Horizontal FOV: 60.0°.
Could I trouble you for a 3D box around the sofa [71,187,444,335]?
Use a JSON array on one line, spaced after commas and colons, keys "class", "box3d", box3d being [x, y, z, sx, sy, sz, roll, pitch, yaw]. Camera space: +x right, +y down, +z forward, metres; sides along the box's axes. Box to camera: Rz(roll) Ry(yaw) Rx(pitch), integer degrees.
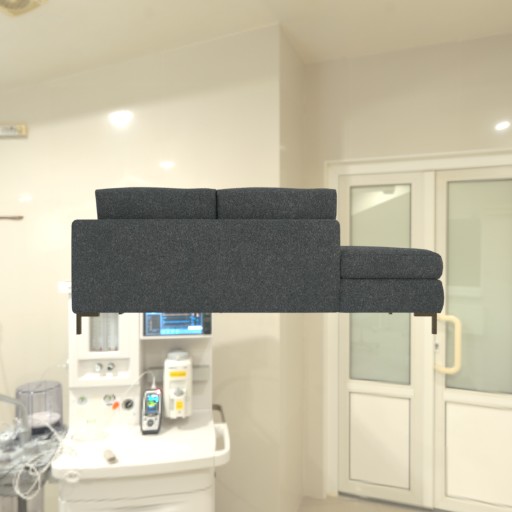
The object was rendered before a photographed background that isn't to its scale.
[{"class": "sofa", "box3d": [0.000, 0.000, 3.811, 2.007, 0.813, 2.956, 0, 1, -1]}]
